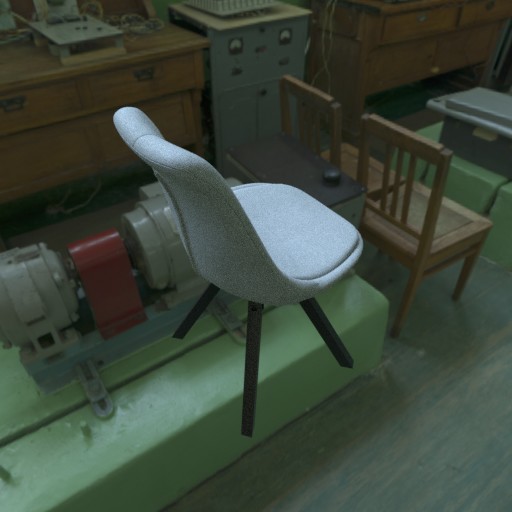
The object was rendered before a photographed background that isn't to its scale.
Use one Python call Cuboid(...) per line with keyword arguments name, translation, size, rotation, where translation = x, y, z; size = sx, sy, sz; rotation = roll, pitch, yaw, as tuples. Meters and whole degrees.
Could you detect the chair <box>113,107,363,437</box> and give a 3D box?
Cuboid(name="chair", translation=(0.000, 0.000, 1.186), size=(0.550, 0.850, 0.485), rotation=(-26, 47, -26))
